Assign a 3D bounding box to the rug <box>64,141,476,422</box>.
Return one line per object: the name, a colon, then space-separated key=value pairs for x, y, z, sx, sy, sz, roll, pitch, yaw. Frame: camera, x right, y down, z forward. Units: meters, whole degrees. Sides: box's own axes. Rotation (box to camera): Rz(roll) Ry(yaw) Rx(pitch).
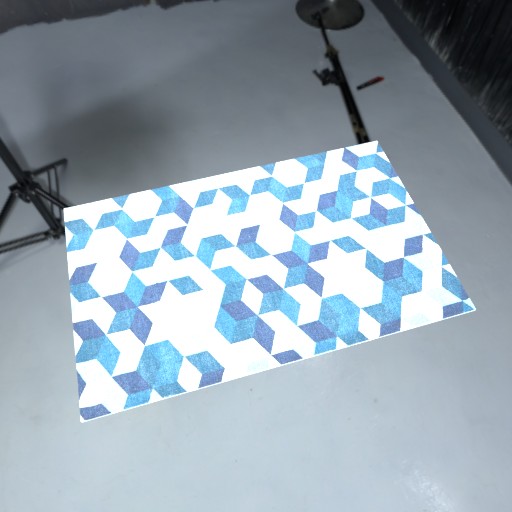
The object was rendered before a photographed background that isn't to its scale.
rug: x=0.000 y=0.000 z=2.983 sx=2.438 sy=0.015 sz=1.518 roll=-14 pitch=60 yaw=-8
